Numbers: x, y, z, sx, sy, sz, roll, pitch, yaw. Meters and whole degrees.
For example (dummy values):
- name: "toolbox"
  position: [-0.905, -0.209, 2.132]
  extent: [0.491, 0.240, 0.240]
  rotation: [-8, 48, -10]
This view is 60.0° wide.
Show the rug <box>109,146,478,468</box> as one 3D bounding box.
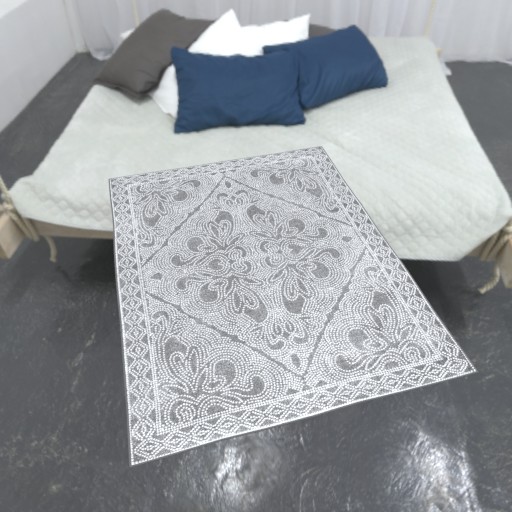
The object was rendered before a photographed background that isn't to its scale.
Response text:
- name: "rug"
  position: [0.000, 0.000, 3.909]
  extent: [2.438, 0.012, 3.048]
  rotation: [-11, 47, -10]
